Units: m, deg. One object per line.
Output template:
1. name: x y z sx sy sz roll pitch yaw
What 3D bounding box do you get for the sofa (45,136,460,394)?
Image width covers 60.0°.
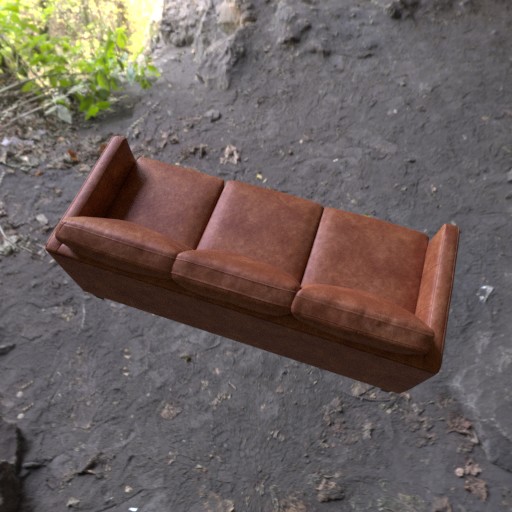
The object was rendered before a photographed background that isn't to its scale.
1. sofa: 0.000 0.000 3.072 2.464 1.006 1.045 16 64 8
